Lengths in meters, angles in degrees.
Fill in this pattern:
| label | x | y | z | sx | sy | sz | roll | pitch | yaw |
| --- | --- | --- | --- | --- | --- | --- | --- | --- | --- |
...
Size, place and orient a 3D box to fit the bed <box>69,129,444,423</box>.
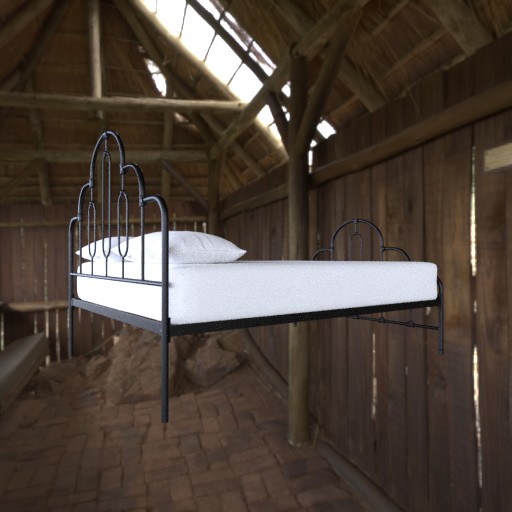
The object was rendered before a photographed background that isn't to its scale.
| label | x | y | z | sx | sy | sz | roll | pitch | yaw |
| --- | --- | --- | --- | --- | --- | --- | --- | --- | --- |
| bed | 0.000 | 0.000 | 3.195 | 2.181 | 1.444 | 1.626 | 0 | 0 | -36 |
